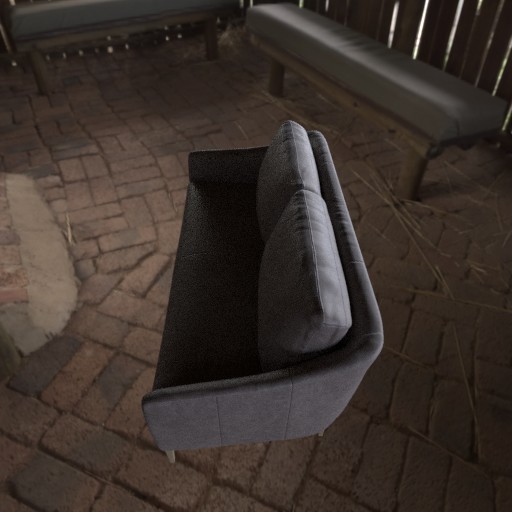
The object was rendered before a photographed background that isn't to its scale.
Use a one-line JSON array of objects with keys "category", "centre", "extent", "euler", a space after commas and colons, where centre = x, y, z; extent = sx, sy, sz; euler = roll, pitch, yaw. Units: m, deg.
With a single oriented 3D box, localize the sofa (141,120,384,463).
[{"category": "sofa", "centre": [0.000, 0.000, 2.541], "extent": [0.960, 0.902, 2.036], "euler": [-1, 41, -1]}]
